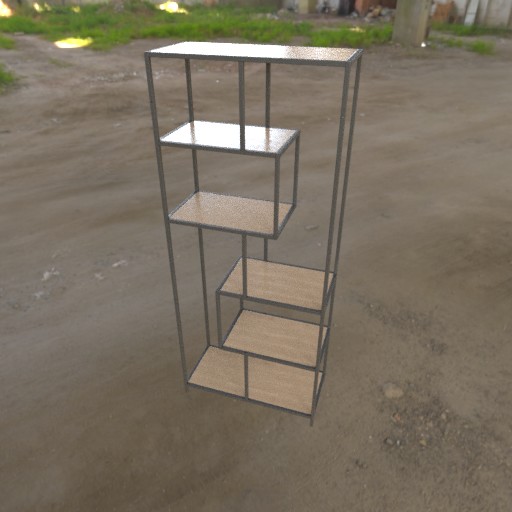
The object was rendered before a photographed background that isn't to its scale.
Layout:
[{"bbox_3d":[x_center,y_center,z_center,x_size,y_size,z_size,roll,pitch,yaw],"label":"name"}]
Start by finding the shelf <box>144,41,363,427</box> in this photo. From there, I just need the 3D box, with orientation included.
[{"bbox_3d":[0.000,0.000,2.181,0.770,1.850,0.350,10,33,15],"label":"shelf"}]
